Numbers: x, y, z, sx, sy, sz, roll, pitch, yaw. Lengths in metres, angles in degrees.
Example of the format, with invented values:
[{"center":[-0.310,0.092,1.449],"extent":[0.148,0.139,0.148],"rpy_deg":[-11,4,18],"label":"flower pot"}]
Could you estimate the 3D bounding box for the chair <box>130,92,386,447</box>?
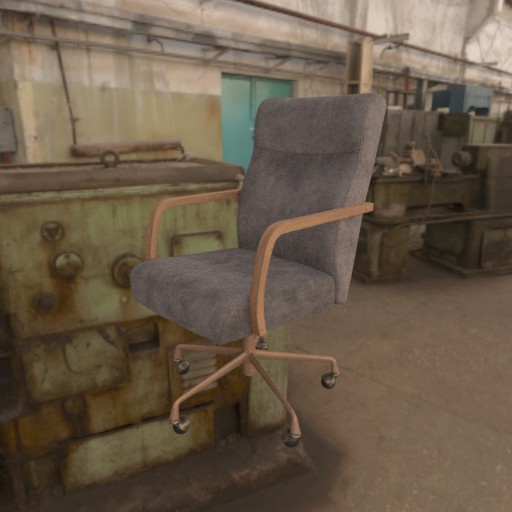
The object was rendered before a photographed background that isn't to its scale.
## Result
[{"center":[0.000,0.000,1.474],"extent":[0.741,1.029,0.640],"rpy_deg":[-16,23,-42],"label":"chair"}]
